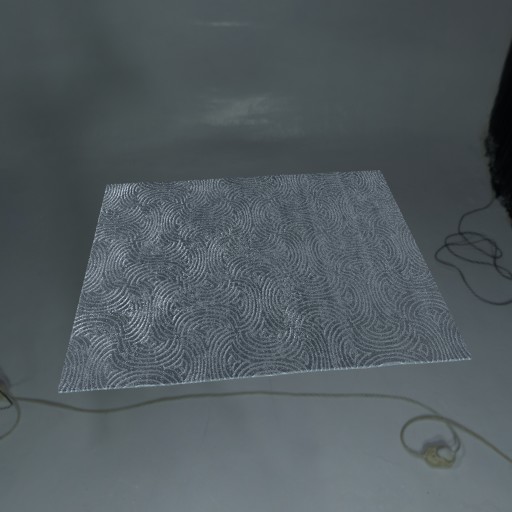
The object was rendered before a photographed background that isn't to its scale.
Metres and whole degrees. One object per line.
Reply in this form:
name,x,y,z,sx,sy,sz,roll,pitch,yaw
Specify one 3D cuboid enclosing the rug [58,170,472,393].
rug,0.000,0.000,4.080,3.042,0.021,2.456,-4,46,-4
